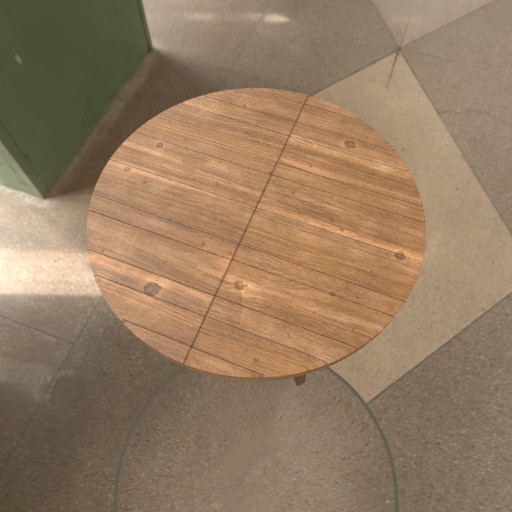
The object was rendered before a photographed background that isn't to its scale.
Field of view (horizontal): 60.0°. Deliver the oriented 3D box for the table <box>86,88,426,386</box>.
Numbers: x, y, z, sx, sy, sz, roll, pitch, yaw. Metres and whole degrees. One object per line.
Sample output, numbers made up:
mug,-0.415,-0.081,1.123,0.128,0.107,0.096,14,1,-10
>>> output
table,0.000,0.000,1.947,1.213,0.764,1.213,0,63,0
